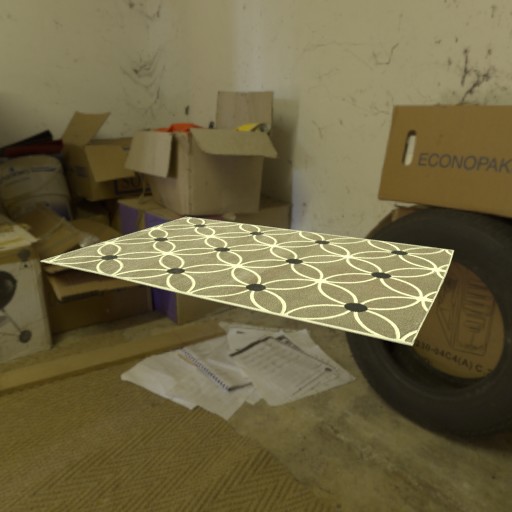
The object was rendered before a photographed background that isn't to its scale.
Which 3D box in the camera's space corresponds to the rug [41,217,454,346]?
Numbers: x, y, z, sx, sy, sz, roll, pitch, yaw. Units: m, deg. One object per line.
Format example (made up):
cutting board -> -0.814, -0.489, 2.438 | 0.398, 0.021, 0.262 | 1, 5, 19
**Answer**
rug -> 0.000, 0.000, 2.917 | 2.284, 0.008, 1.522 | 9, 19, 27
